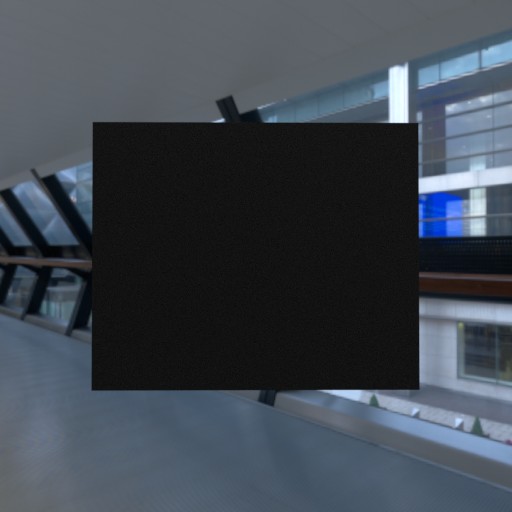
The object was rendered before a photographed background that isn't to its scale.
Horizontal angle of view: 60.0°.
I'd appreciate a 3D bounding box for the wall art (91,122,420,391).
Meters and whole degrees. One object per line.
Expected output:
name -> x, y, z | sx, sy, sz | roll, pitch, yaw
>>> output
wall art -> 0.000, 0.000, 0.771 | 0.558, 0.457, 0.031 | 0, -1, 0
